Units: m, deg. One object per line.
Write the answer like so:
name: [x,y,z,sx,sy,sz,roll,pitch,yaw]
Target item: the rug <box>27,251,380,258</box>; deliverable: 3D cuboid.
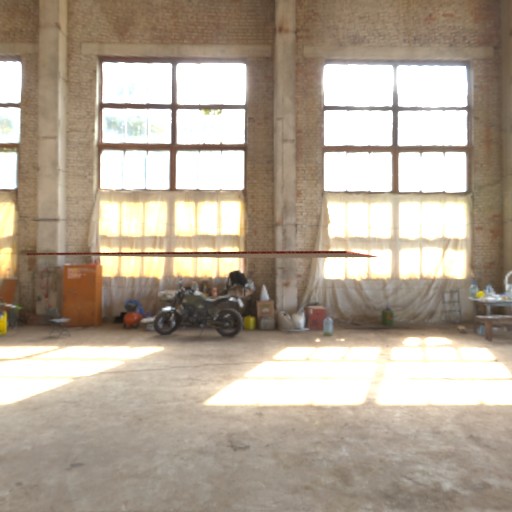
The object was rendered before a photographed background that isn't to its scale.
rug: [0.000,0.000,3.054,1.531,0.010,2.442,0,-1,18]
